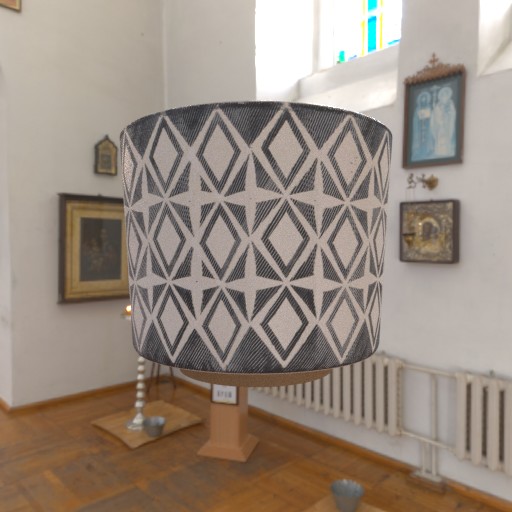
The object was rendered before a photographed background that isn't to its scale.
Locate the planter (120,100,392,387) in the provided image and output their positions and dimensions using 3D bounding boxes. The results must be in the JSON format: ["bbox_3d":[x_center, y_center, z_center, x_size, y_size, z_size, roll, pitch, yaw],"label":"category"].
[{"bbox_3d":[0.000,0.000,0.442,0.260,0.220,0.260,0,0,0],"label":"planter"}]
